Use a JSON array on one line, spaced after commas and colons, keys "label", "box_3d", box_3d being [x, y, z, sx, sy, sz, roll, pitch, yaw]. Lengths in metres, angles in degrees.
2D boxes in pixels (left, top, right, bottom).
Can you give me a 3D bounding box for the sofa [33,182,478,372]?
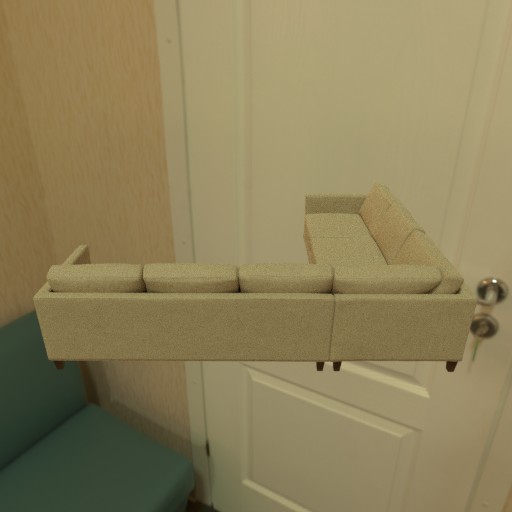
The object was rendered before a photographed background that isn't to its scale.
[{"label": "sofa", "box_3d": [0.000, 0.000, 4.328, 3.182, 0.863, 2.432, 0, 26, 0]}]
